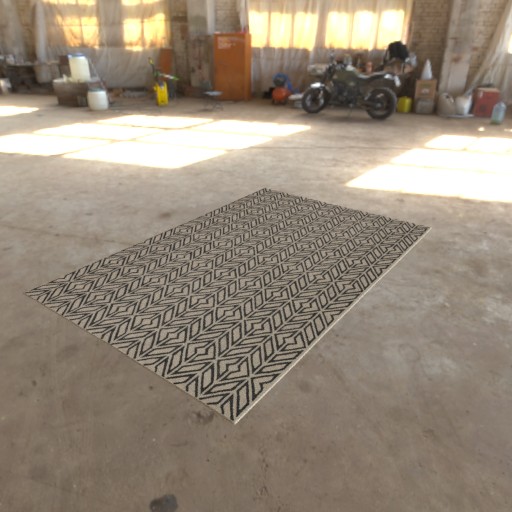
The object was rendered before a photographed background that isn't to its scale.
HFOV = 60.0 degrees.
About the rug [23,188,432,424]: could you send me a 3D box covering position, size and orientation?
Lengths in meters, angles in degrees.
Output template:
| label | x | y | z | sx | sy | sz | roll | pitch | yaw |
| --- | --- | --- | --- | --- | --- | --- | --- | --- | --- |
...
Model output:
| label | x | y | z | sx | sy | sz | roll | pitch | yaw |
| --- | --- | --- | --- | --- | --- | --- | --- | --- | --- |
| rug | 0.000 | 0.000 | 2.292 | 1.220 | 0.007 | 1.828 | 19 | 33 | 32 |
